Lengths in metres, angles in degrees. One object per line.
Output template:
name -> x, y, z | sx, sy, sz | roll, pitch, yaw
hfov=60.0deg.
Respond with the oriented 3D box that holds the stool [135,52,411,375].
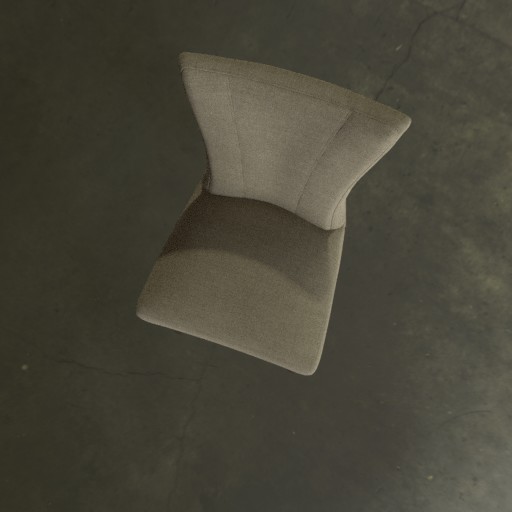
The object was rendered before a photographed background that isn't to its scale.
stool -> 0.000, 0.000, 1.327 | 0.514, 1.000, 0.574 | 18, 75, 5
